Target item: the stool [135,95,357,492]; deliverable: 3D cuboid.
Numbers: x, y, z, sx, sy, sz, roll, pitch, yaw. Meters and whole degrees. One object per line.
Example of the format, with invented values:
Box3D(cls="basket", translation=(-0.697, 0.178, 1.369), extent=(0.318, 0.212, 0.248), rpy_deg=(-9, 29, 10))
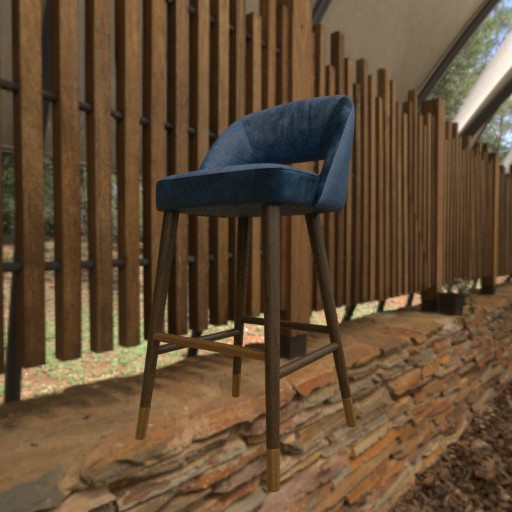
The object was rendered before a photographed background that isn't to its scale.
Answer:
Box3D(cls="stool", translation=(0.000, 0.000, 1.290), extent=(0.514, 1.016, 0.515), rpy_deg=(1, 2, 36))
